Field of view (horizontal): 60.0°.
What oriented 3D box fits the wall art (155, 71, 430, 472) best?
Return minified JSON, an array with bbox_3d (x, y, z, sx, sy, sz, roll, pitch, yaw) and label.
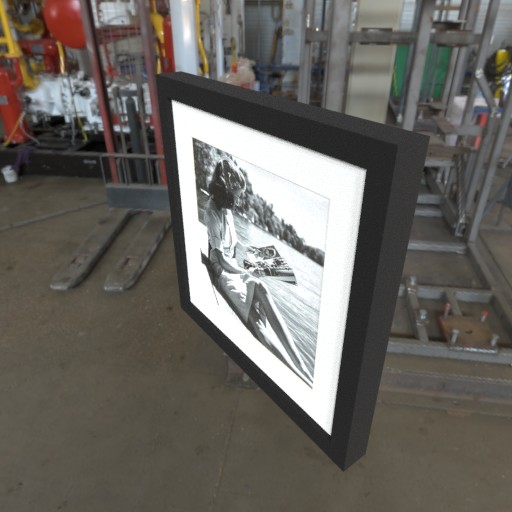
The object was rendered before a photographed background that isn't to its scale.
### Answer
[{"bbox_3d":[0.000,0.000,0.442,0.030,0.305,0.308,-21,37,-31],"label":"wall art"}]
